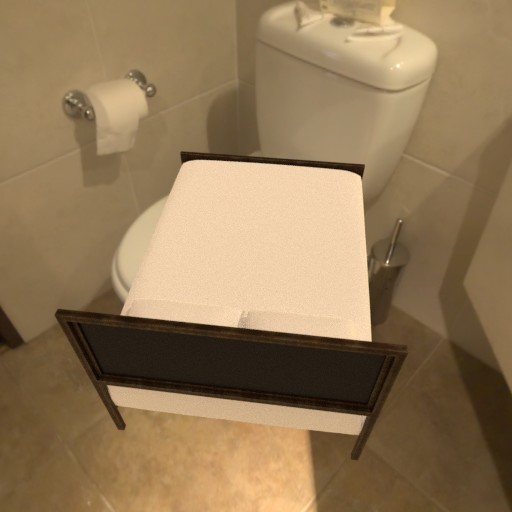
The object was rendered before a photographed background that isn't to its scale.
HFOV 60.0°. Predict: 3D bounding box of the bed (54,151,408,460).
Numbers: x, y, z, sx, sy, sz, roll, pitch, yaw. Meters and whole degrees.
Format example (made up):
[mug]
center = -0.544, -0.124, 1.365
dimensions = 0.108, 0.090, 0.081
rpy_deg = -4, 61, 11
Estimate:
[bed]
center = 0.000, 0.000, 3.219
dimensions = 1.607, 1.313, 2.221
rpy_deg = 5, 47, 5
